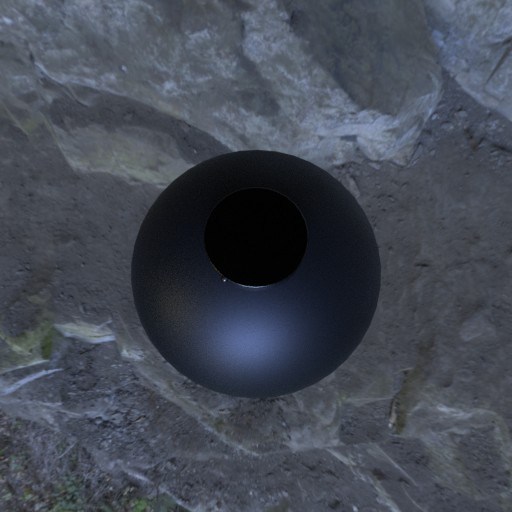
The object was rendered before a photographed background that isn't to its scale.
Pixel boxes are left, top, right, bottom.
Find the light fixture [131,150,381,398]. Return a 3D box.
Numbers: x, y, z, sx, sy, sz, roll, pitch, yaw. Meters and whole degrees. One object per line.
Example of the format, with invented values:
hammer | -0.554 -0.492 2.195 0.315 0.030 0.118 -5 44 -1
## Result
light fixture | 0.000 0.000 0.560 0.355 0.177 0.355 0 76 0
